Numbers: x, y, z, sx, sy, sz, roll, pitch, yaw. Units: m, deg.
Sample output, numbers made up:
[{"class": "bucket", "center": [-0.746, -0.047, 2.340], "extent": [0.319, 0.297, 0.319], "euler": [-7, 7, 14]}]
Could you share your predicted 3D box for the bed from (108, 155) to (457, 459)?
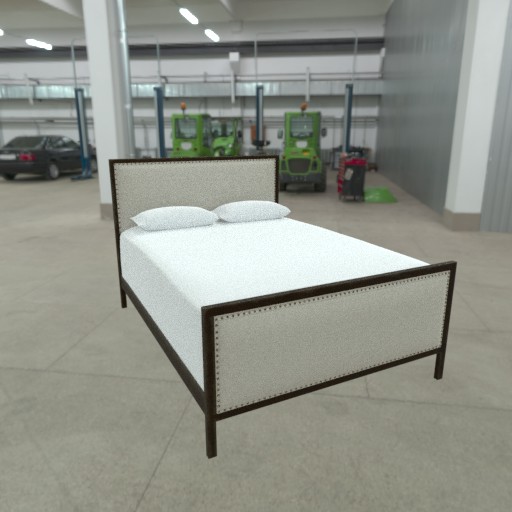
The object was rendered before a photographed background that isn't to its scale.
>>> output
[{"class": "bed", "center": [0.000, 0.000, 3.242], "extent": [1.607, 1.313, 2.221], "euler": [-8, 17, -26]}]
